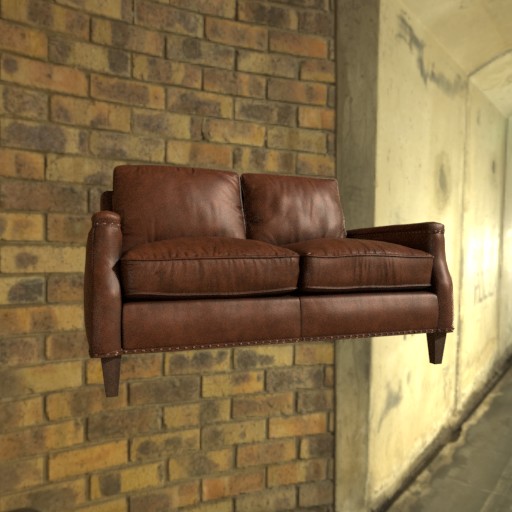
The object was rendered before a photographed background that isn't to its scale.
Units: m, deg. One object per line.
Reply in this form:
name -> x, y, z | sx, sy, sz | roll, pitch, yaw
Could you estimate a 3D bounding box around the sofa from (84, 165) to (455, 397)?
sofa -> 0.000, 0.000, 2.277 | 1.628, 1.003, 1.083 | 0, 0, -19
